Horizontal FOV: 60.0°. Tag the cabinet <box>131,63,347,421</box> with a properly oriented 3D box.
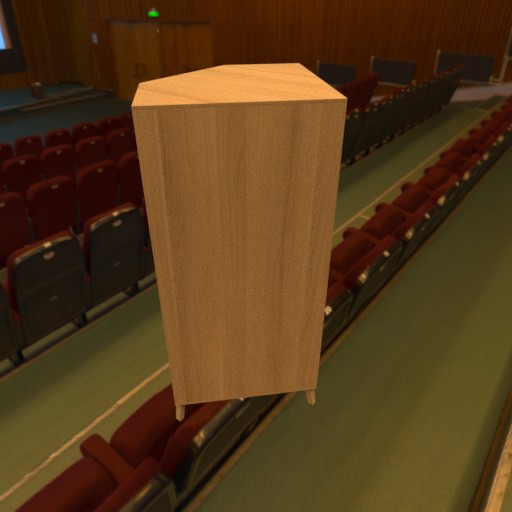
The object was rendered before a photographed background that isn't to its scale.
[{"bbox_3d":[0.000,0.000,2.657,0.969,1.957,1.272,22,38,30],"label":"cabinet"}]
